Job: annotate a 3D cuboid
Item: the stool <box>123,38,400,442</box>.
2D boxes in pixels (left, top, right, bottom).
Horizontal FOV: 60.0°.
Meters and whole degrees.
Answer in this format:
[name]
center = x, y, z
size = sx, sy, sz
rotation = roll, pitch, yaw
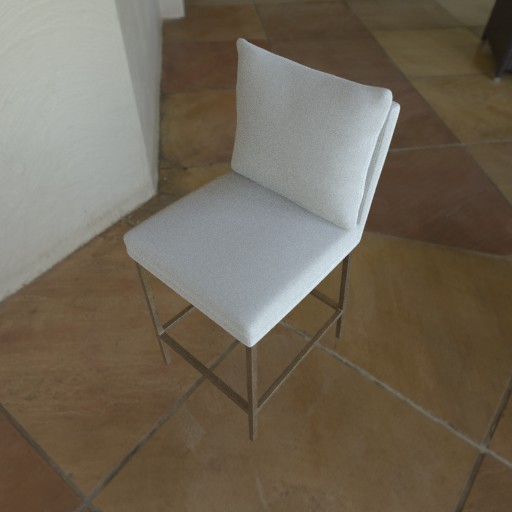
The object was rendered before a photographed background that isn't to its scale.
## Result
[stool]
center = 0.000, 0.000, 1.315
size = 0.463, 1.032, 0.572
rotation = 32, 55, 27
